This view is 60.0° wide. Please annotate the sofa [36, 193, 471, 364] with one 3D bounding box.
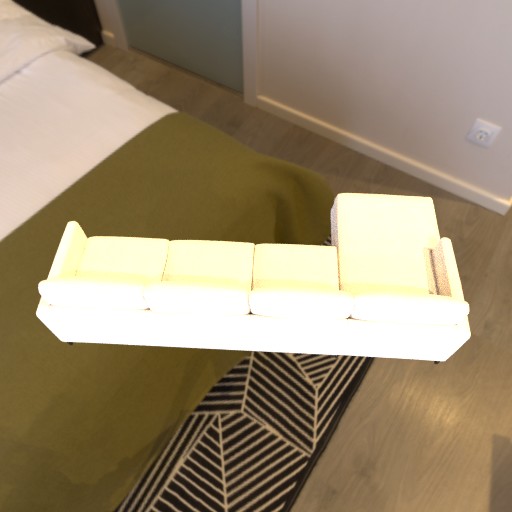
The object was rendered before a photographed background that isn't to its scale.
[{"bbox_3d":[0.000,0.000,3.728,3.186,0.875,1.467,3,58,2],"label":"sofa"}]
